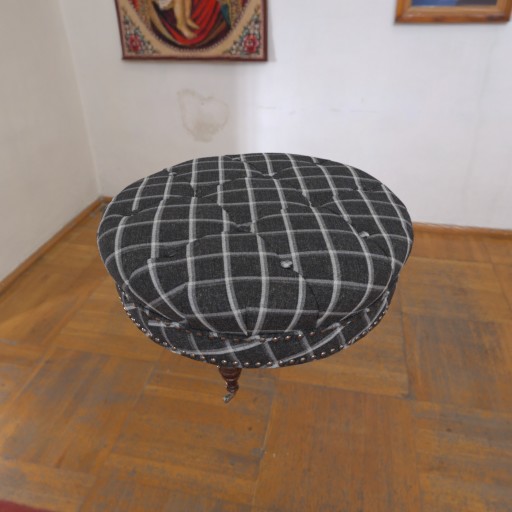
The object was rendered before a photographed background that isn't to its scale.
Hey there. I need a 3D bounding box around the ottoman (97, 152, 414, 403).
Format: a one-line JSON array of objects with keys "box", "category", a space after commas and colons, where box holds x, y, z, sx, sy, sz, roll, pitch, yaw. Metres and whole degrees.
[{"box": [0.000, 0.000, 1.389, 0.901, 0.439, 0.901, 0, 33, 0], "category": "ottoman"}]
